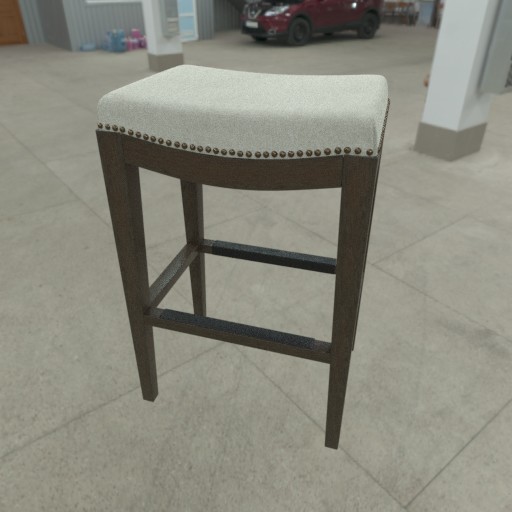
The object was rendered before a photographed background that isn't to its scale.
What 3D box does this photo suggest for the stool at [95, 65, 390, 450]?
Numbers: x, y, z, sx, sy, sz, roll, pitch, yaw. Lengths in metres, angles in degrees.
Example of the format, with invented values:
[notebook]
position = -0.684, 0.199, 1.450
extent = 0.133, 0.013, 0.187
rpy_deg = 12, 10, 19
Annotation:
[stool]
position = 0.000, 0.000, 1.021
extent = 0.498, 0.759, 0.358
rpy_deg = 9, 33, 14
